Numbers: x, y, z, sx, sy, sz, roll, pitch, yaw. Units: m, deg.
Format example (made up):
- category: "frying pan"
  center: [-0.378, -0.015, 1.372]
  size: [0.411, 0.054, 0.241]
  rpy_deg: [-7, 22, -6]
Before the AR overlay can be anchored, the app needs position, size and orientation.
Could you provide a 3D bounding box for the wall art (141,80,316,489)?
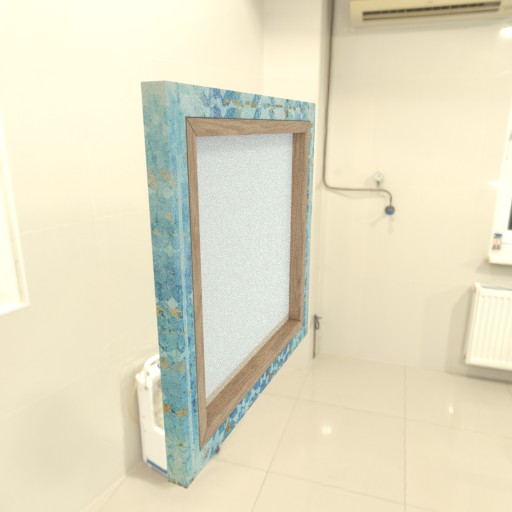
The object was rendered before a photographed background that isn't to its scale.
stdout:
- category: "wall art"
  center: [0.000, 0.000, 0.894]
  size: [0.040, 0.609, 0.609]
  rpy_deg: [7, 18, 24]
